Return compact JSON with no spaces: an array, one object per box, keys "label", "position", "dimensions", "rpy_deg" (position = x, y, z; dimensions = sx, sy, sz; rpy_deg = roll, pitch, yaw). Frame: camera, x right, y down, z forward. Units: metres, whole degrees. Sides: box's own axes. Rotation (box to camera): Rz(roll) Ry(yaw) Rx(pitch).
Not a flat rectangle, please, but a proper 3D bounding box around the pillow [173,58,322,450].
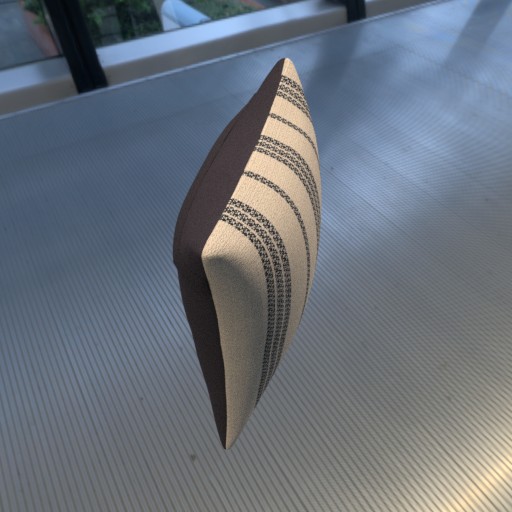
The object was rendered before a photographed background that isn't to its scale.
[{"label":"pillow","position":[0.000,0.000,0.635],"dimensions":[0.173,0.406,0.405],"rpy_deg":[9,46,9]}]
